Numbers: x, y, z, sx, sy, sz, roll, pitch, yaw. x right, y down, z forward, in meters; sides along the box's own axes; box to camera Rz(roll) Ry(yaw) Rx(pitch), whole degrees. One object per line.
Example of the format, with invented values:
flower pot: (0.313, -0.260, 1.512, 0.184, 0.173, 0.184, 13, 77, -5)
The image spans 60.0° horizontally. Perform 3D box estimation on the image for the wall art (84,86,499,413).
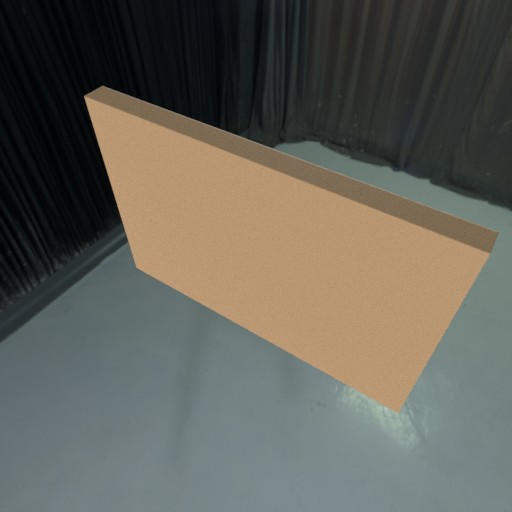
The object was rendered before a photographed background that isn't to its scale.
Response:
wall art: (0.000, 0.000, 0.737, 0.609, 0.407, 0.039, 26, 53, 21)
